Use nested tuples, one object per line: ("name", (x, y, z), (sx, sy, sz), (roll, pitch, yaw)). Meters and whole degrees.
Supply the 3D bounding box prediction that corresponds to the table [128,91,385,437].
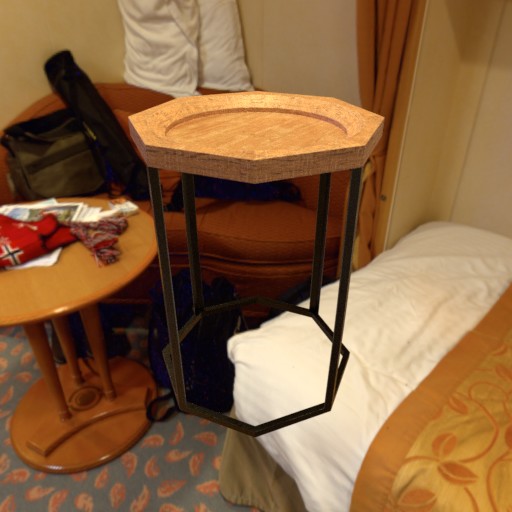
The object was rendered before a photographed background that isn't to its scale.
("table", (0.000, 0.000, 0.897), (0.437, 0.553, 0.437), (0, 31, 0))
